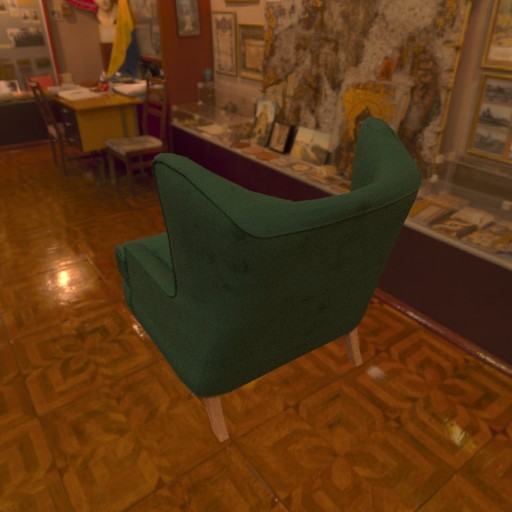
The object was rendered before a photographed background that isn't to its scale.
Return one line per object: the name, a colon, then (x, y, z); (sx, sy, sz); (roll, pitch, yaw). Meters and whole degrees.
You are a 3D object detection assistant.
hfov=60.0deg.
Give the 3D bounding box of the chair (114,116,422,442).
chair: (0.000, 0.000, 1.610); (0.793, 0.952, 0.910); (-19, 35, -29)
